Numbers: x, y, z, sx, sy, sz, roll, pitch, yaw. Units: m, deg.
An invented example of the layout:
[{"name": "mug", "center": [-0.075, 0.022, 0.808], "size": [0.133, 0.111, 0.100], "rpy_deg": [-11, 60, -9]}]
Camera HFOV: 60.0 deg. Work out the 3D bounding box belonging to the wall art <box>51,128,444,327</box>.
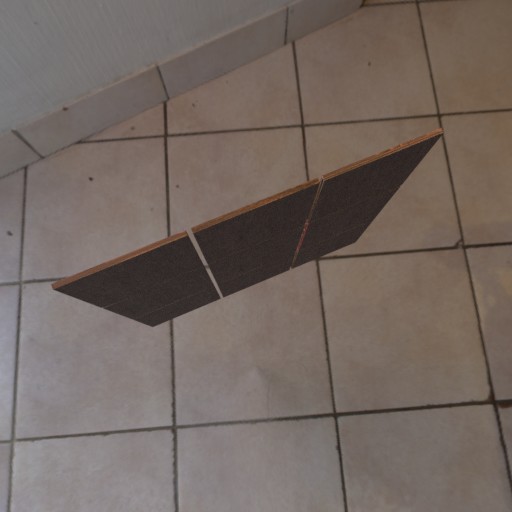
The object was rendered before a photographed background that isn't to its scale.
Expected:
[{"name": "wall art", "center": [0.000, 0.000, 1.400], "size": [0.915, 0.914, 0.013], "rpy_deg": [-22, 77, -5]}]
